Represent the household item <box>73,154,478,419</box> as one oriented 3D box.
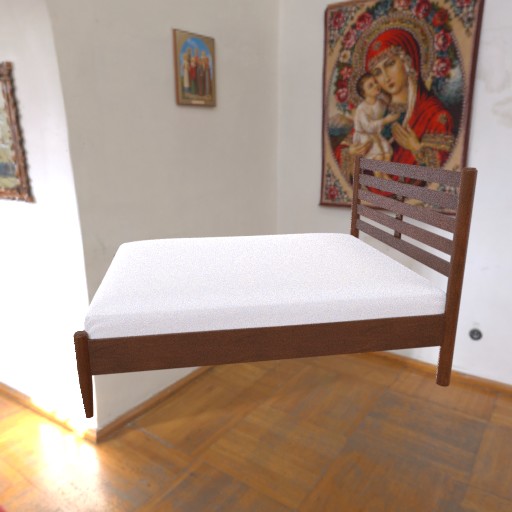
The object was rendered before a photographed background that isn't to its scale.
[{"bbox_3d":[0.000,0.000,3.228,2.232,1.356,1.663,-3,16,-9],"label":"household item"}]
